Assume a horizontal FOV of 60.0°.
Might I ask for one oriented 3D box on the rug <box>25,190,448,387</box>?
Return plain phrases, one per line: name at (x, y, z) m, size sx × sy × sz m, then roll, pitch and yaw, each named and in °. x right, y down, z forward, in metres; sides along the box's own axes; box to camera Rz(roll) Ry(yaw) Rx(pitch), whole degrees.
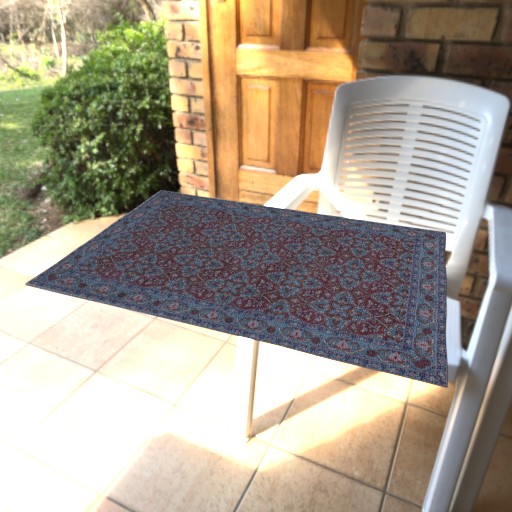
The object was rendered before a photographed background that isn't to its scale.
rug at (0.000, 0.000, 2.265) m, size 1.829 × 0.009 × 1.219 m, roll 10°, pitch 32°, yaw 17°
